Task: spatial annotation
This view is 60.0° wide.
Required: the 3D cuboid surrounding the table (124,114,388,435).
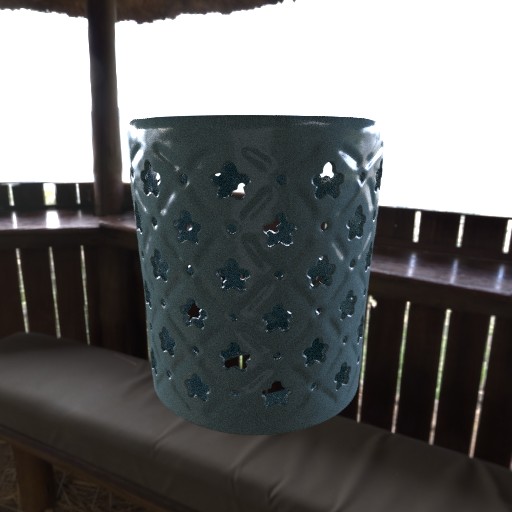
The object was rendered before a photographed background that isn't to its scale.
[{"bbox_3d":[0.000,0.000,0.656,0.352,0.387,0.352,0,15,0],"label":"table"}]
